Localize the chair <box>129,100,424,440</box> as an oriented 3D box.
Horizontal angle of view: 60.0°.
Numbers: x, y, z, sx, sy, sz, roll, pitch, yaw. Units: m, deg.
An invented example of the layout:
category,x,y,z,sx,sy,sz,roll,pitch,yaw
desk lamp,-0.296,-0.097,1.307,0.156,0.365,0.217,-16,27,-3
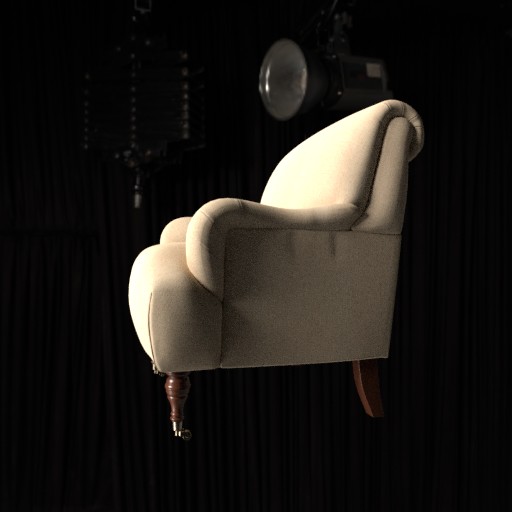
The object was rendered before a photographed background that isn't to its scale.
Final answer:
category,x,y,z,sx,sy,sz,roll,pitch,yaw
chair,0.000,0.000,1.527,0.842,0.944,0.766,0,1,-18
